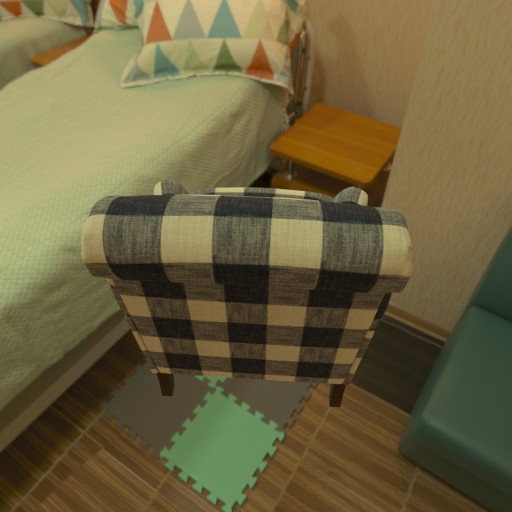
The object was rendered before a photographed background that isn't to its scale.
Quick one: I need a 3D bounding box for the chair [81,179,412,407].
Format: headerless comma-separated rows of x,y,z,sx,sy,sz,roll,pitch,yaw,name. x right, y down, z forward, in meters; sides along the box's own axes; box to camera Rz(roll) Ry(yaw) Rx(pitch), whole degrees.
0.000,0.000,1.555,0.781,0.953,0.848,3,47,3,chair
